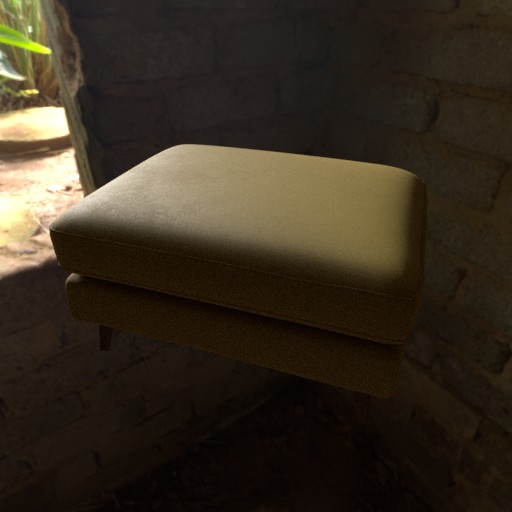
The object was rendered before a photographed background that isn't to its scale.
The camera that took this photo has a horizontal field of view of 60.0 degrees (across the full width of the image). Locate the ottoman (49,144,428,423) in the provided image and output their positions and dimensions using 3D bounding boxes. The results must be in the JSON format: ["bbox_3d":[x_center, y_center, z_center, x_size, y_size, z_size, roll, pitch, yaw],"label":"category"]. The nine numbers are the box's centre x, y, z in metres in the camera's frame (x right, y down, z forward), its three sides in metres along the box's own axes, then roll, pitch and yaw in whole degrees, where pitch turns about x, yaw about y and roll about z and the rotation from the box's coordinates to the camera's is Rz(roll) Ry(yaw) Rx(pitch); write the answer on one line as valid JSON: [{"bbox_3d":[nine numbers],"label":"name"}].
[{"bbox_3d":[0.000,0.000,1.173,0.811,0.449,0.608,10,33,16],"label":"ottoman"}]
